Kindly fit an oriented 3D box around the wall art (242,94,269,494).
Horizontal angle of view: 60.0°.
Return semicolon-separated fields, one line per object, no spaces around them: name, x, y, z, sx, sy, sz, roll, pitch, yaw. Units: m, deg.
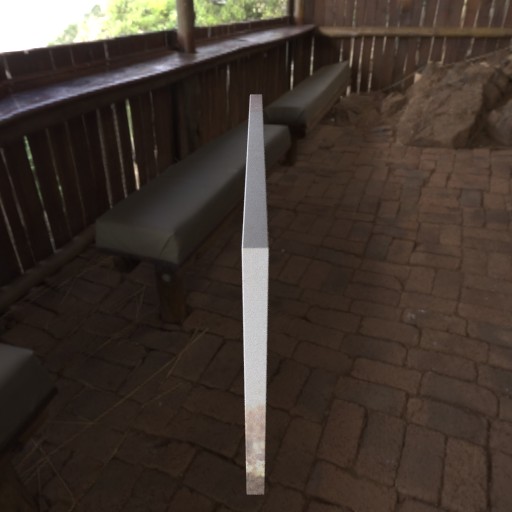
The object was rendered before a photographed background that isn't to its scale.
wall art;0.000;0.000;1.156;0.040;0.608;0.916;0;32;0
